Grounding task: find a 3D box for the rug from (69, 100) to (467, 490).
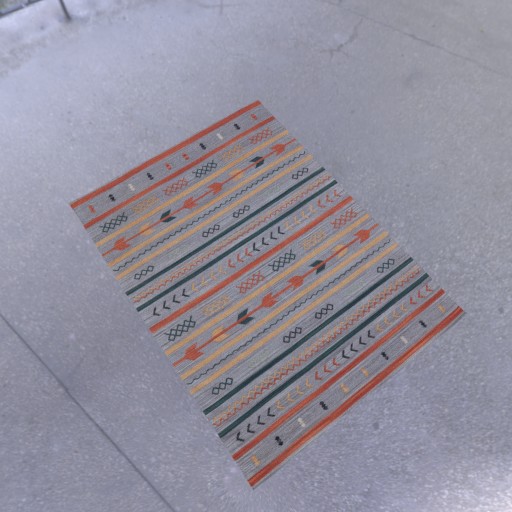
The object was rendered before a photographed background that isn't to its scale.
[{"bbox_3d":[0.000,0.000,4.018,2.263,0.022,3.029,-34,69,-15],"label":"rug"}]
